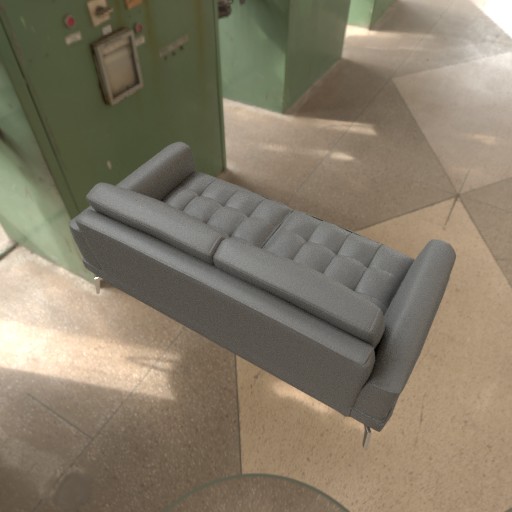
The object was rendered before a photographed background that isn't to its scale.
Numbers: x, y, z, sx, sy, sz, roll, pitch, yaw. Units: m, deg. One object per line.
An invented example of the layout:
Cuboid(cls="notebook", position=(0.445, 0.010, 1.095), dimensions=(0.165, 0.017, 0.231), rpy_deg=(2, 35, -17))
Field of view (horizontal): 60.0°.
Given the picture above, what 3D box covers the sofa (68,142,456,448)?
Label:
Cuboid(cls="sofa", position=(0.000, 0.000, 2.771), dimensions=(2.177, 0.930, 1.121), rpy_deg=(25, 53, 21))
